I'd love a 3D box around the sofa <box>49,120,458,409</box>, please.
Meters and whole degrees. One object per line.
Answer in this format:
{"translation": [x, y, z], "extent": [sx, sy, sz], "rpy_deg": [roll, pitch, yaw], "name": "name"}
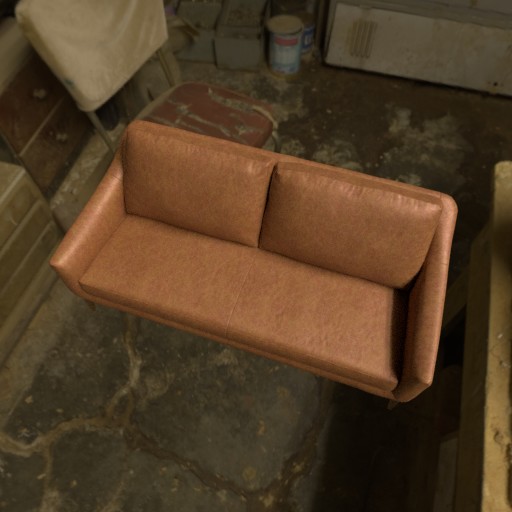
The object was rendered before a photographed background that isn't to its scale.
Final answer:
{"translation": [0.000, 0.000, 2.536], "extent": [2.036, 0.945, 0.981], "rpy_deg": [16, 59, 10], "name": "sofa"}
